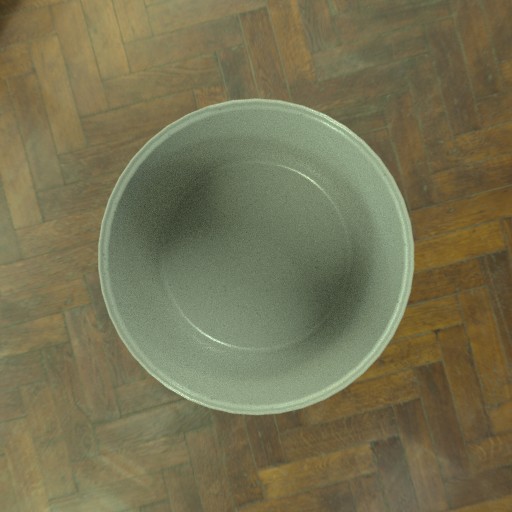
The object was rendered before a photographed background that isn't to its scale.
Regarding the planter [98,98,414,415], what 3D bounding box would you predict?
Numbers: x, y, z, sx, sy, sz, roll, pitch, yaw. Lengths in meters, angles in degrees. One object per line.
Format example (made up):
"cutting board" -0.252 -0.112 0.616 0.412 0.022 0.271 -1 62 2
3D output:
"planter" 0.000 0.000 0.269 0.130 0.178 0.130 0 90 0
